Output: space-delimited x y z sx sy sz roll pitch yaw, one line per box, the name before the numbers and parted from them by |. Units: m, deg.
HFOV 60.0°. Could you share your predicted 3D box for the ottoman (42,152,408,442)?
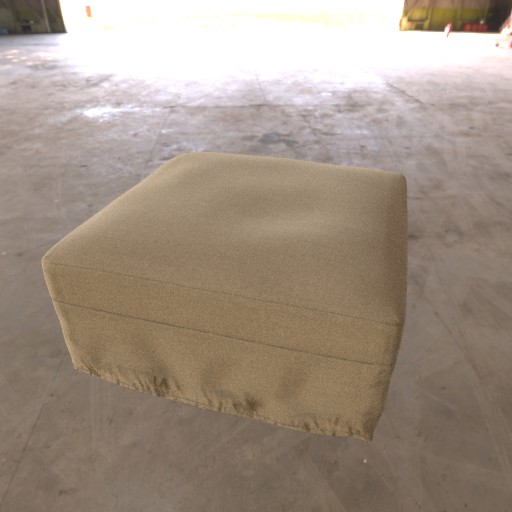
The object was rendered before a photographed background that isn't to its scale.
ottoman | 0.000 0.000 1.345 0.840 0.436 0.843 9 32 14
